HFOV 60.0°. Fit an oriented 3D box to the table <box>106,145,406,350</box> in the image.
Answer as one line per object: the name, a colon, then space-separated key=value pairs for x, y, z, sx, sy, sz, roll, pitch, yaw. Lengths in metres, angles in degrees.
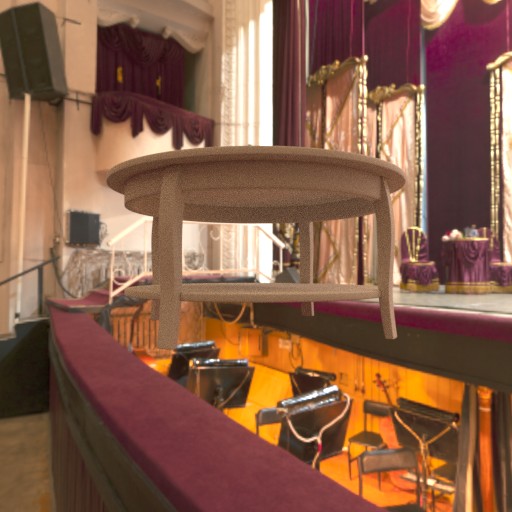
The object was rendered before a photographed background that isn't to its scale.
table: x=0.000 y=0.000 z=1.415 sx=0.910 sy=0.457 sz=0.910 roll=0 pitch=-2 yaw=0
